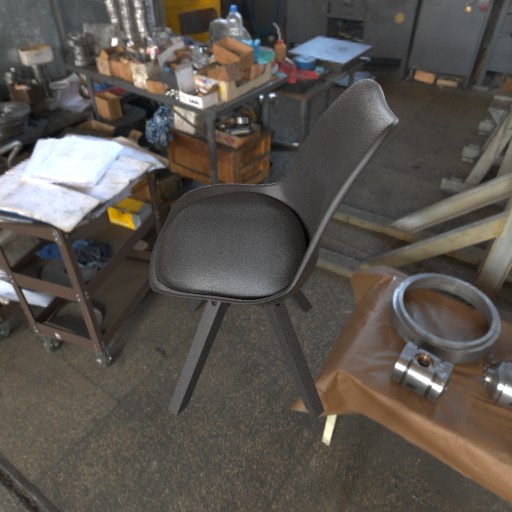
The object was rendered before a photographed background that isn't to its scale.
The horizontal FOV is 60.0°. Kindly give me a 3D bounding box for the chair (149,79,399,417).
[{"bbox_3d":[0.000,0.000,1.182,0.550,0.850,0.485,1,41,1],"label":"chair"}]
